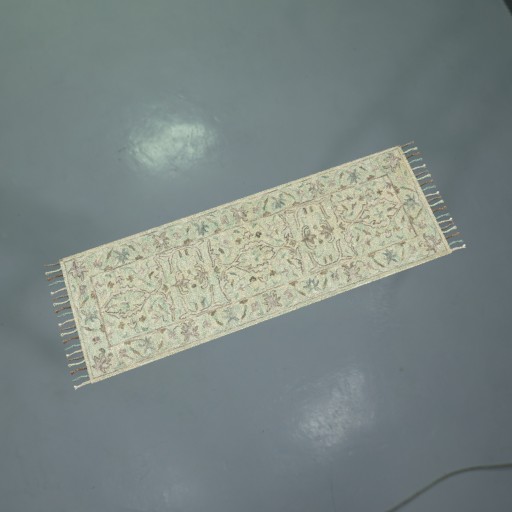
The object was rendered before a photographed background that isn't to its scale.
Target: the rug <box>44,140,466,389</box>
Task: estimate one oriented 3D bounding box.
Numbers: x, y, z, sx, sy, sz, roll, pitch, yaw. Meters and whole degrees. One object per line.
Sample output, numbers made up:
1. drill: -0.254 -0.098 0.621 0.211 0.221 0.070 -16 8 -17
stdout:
1. rug: 0.000 0.000 2.677 2.440 0.013 0.769 -19 76 -5
